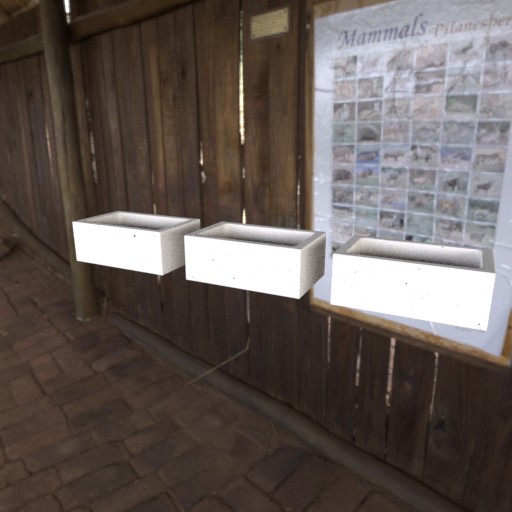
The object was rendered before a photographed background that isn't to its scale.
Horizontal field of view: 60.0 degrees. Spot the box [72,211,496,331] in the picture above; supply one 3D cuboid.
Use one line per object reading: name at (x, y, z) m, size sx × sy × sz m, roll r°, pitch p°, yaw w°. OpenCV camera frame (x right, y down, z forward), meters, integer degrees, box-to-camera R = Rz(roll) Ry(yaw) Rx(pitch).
box at (0.000, 0.000, 0.489) m, size 0.461 × 0.051 × 0.082 m, roll 8°, pitch 18°, yaw 25°
